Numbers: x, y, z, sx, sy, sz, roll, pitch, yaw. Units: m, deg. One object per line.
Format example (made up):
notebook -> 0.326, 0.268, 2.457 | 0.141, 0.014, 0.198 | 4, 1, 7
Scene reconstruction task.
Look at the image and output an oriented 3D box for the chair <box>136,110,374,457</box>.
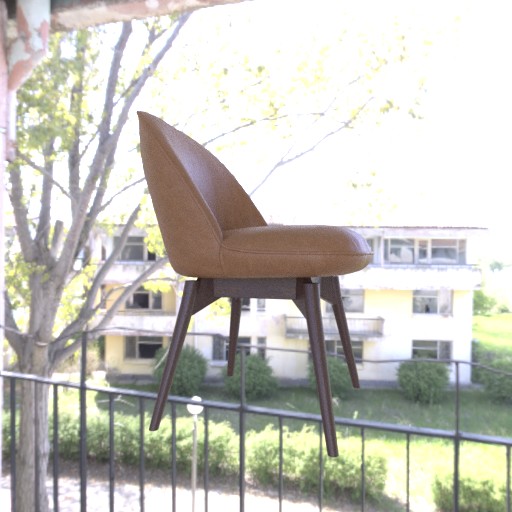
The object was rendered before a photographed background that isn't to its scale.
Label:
chair -> 0.000, 0.000, 1.243 | 0.631, 0.831, 0.521 | 0, 0, 18
